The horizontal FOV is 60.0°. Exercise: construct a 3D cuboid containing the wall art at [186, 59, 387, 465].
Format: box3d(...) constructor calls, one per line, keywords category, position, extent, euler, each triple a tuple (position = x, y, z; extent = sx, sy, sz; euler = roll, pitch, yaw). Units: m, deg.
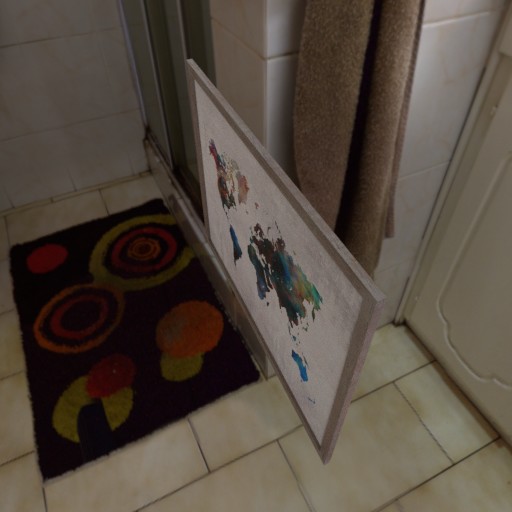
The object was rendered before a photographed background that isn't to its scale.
box3d(category="wall art", position=(0.000, 0.000, 1.321), extent=(0.019, 0.774, 1.012), euler=(-18, 49, -16))
